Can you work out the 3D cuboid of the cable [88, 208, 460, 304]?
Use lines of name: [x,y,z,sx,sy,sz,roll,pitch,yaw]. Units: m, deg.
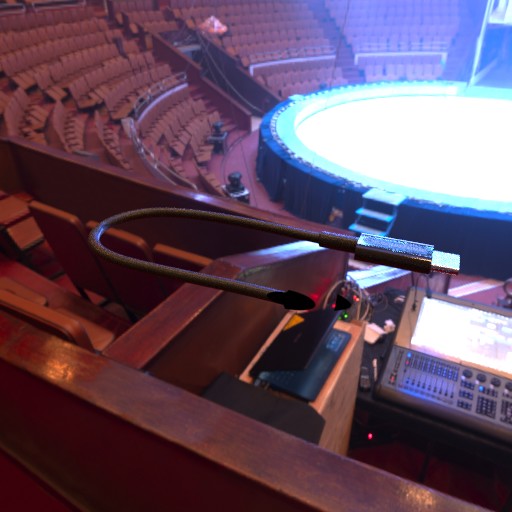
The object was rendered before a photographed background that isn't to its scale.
cable: [0.000,0.000,0.116,0.098,0.005,0.041,12,33,19]
